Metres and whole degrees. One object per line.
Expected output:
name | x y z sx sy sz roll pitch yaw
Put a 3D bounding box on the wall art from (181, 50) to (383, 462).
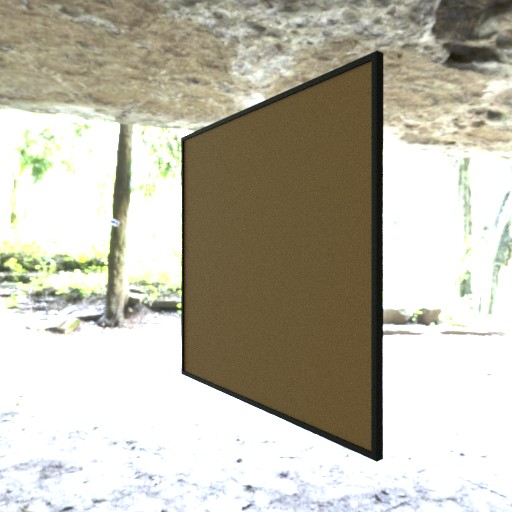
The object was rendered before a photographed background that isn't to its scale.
wall art | 0.000 0.000 0.678 0.013 0.457 0.458 0 0 -38
